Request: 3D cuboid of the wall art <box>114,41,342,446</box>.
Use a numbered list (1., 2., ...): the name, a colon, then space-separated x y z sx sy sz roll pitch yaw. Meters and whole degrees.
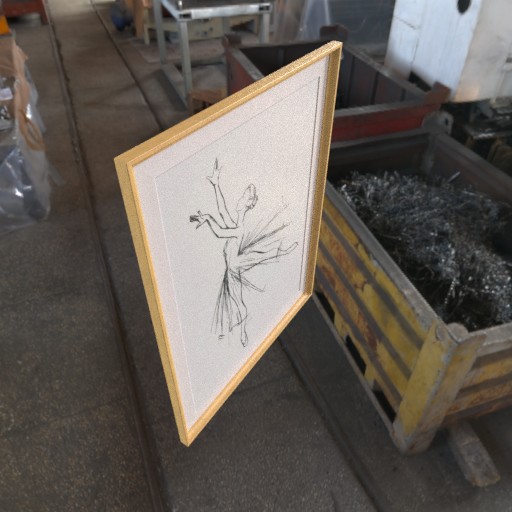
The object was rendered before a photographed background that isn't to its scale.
1. wall art: 0.000 0.000 1.312 0.030 1.002 0.798 24 47 25
